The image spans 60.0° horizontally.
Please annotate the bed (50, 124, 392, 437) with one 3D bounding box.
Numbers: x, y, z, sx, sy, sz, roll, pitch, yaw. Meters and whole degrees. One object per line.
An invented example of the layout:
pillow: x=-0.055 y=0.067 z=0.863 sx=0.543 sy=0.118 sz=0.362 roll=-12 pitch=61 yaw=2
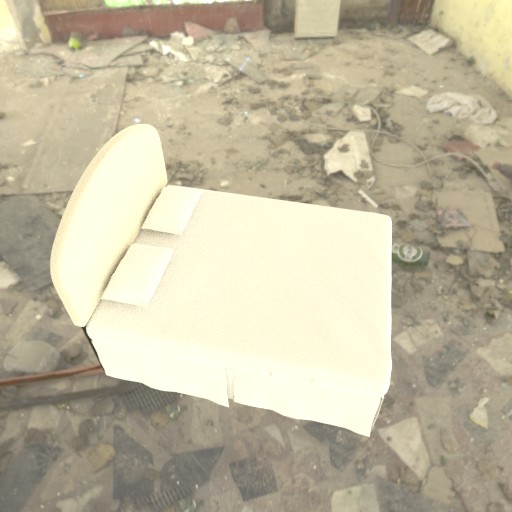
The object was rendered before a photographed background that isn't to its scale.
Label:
bed: x=0.000 y=0.000 z=3.084 sx=2.005 sy=1.410 sz=1.607 roll=9 pitch=47 yaw=8
